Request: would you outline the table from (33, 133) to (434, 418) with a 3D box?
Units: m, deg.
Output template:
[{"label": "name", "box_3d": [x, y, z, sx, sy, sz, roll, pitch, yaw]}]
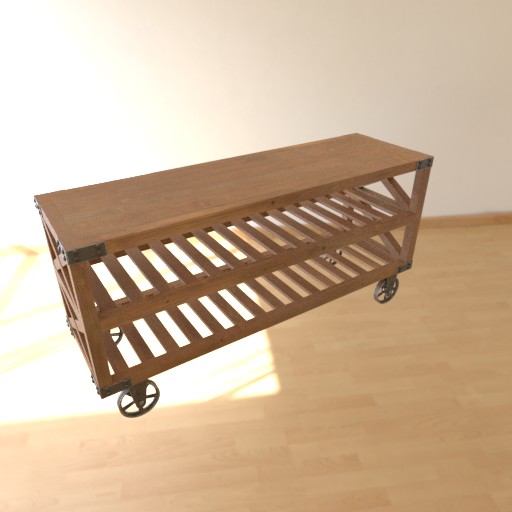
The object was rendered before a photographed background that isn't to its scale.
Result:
[{"label": "table", "box_3d": [0.000, 0.000, 1.837, 1.487, 0.711, 0.467, -18, 35, -28]}]
